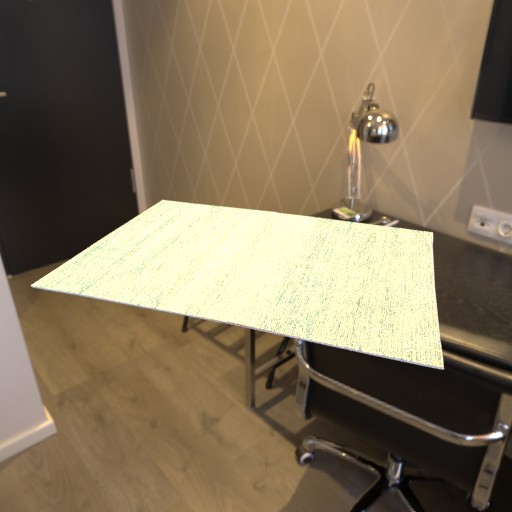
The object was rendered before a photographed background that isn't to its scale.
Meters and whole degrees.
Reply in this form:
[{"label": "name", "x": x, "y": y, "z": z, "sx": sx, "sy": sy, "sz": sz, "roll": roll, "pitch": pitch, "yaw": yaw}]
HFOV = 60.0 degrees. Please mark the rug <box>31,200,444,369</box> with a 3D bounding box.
[{"label": "rug", "x": 0.000, "y": 0.000, "z": 2.983, "sx": 2.305, "sy": 0.029, "sz": 1.593, "roll": 9, "pitch": 28, "yaw": 16}]
